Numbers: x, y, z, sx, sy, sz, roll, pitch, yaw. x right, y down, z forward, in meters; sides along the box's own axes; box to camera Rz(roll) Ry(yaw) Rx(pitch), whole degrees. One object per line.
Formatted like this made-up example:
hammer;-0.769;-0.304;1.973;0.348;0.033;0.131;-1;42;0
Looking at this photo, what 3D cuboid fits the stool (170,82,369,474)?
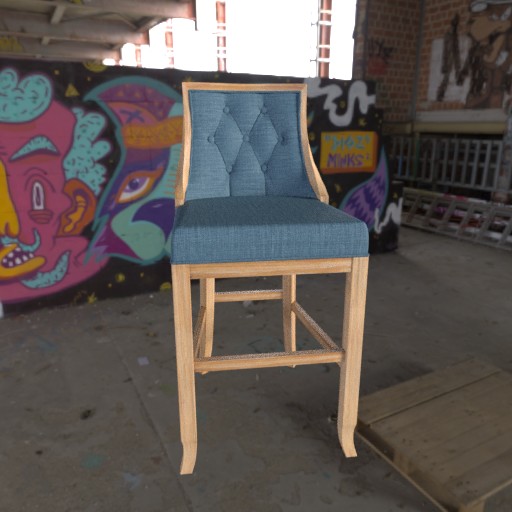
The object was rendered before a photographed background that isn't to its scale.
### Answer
stool;0.000;0.000;1.442;0.524;1.101;0.626;-2;16;-8
